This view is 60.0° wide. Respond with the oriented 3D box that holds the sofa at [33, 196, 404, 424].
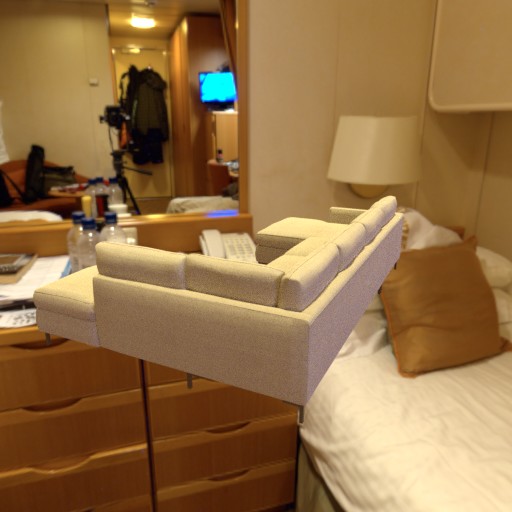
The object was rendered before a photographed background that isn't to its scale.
[{"bbox_3d":[0.000,0.000,3.597,1.879,0.756,2.737,8,19,25],"label":"sofa"}]
